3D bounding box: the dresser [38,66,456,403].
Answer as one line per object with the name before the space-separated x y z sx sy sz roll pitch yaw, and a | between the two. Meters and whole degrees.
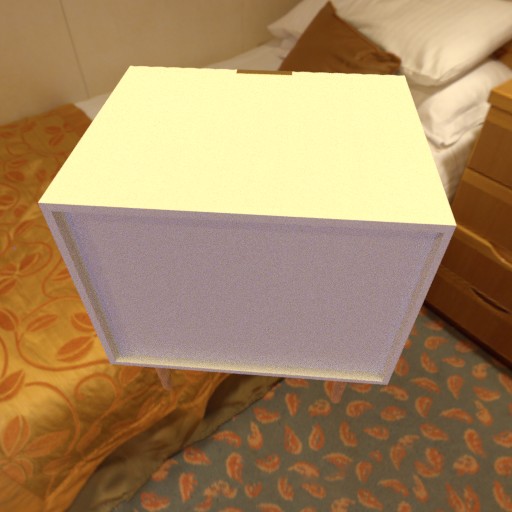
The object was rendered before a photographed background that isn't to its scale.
dresser | 0.000 0.000 0.876 0.503 0.568 0.414 3 46 3
